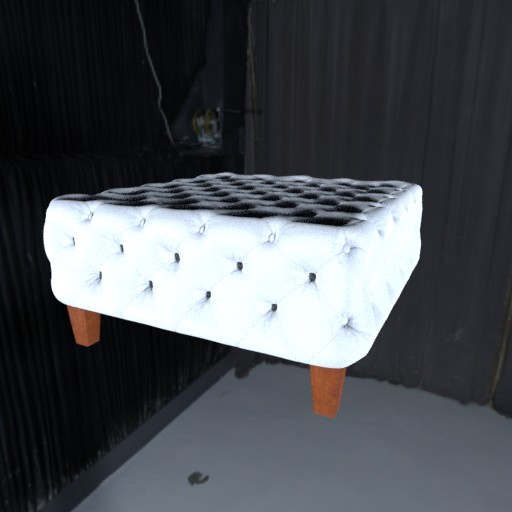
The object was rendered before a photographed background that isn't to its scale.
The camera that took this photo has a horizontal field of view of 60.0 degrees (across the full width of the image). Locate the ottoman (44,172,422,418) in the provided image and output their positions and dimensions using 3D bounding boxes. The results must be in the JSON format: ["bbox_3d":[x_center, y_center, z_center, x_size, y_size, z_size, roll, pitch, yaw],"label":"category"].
[{"bbox_3d":[0.000,0.000,1.181,0.758,0.365,0.764,8,18,26],"label":"ottoman"}]
